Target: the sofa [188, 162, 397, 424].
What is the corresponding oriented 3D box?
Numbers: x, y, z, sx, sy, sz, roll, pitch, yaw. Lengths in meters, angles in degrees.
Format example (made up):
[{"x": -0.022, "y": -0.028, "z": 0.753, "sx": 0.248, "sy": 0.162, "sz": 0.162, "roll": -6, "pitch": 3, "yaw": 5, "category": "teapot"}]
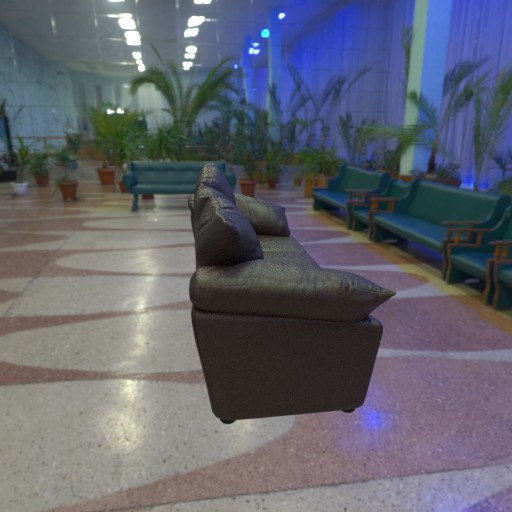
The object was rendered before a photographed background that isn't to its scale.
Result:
[{"x": 0.000, "y": 0.000, "z": 3.000, "sx": 0.907, "sy": 1.091, "sz": 2.390, "roll": -2, "pitch": 17, "yaw": -8, "category": "sofa"}]
